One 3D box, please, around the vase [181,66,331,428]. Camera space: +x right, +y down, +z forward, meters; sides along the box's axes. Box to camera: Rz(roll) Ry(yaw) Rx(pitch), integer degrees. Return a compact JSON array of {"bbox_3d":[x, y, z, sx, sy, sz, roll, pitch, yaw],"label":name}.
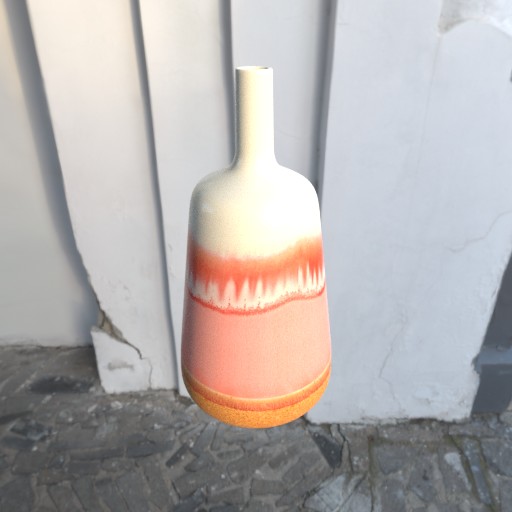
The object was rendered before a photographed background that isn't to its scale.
[{"bbox_3d":[0.000,0.000,0.378,0.144,0.296,0.144,0,28,0],"label":"vase"}]
